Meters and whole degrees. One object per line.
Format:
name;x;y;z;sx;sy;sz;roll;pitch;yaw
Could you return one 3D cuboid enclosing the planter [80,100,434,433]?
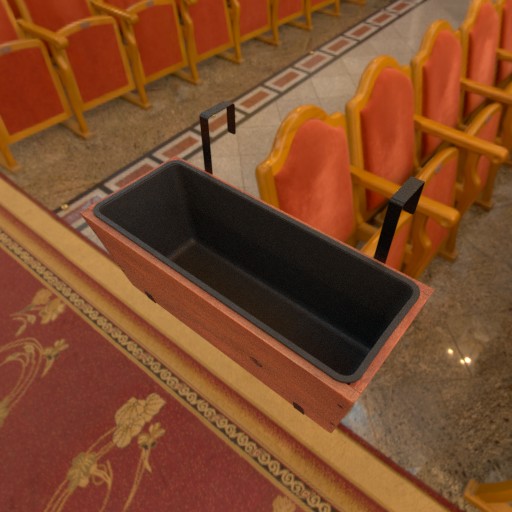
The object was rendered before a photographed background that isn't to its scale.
planter;0.000;0.000;0.667;0.480;0.289;0.262;31;53;26
